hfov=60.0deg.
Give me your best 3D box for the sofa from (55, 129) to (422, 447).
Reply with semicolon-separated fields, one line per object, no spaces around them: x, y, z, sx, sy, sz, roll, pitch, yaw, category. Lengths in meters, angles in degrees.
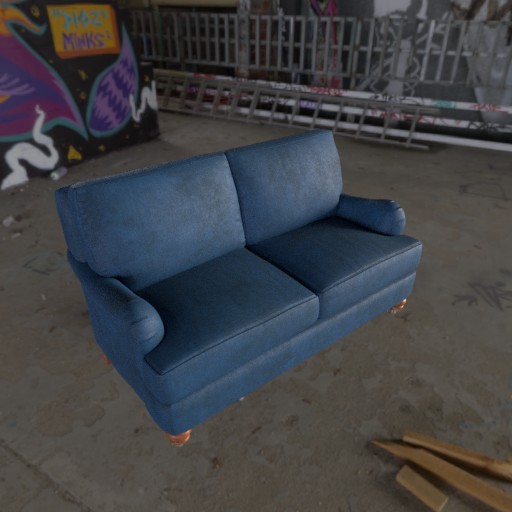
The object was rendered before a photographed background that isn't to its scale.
0.000;0.000;2.559;1.853;1.101;1.084;-22;36;-33;sofa
